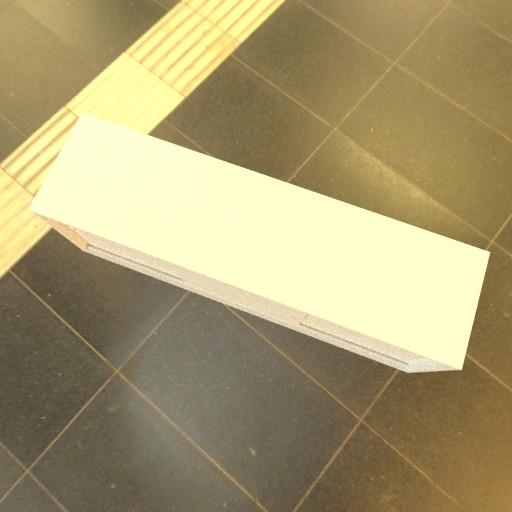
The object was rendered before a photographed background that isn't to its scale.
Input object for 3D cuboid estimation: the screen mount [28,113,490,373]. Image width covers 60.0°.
[{"bbox_3d":[0.000,0.000,1.772,1.490,0.619,0.400,20,75,6],"label":"screen mount"}]
